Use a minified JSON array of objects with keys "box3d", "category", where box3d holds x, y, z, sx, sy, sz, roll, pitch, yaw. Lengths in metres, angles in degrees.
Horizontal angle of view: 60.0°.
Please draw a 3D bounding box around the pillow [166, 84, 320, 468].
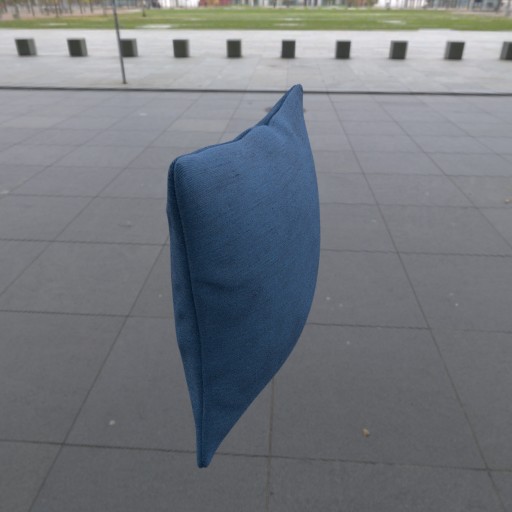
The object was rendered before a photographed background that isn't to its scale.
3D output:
[{"box3d":[0.000,0.000,0.654,0.177,0.420,0.437,10,31,16],"category":"pillow"}]
